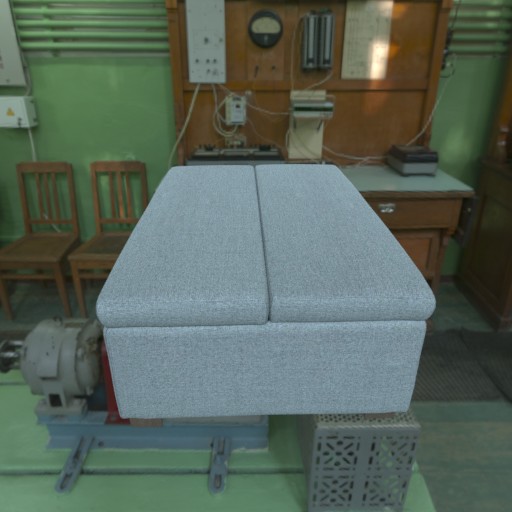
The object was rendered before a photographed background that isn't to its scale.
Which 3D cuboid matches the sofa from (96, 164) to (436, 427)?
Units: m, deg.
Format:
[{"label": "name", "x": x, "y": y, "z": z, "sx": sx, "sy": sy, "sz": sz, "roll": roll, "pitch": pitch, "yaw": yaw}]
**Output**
[{"label": "sofa", "x": 0.000, "y": 0.000, "z": 1.642, "sx": 0.817, "sy": 0.434, "sz": 1.250, "roll": -1, "pitch": 25, "yaw": -2}]
